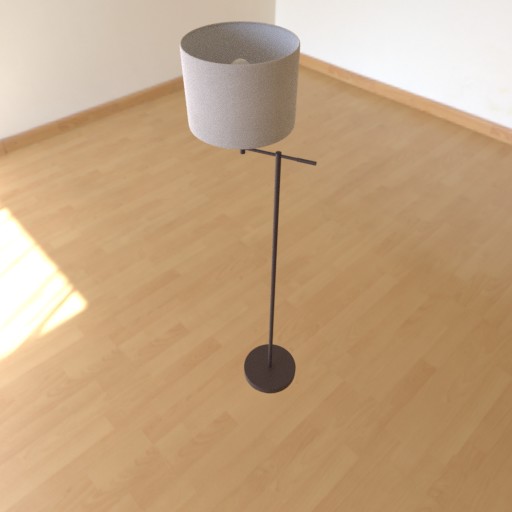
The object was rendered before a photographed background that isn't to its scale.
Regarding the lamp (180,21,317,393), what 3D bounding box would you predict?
[{"bbox_3d":[0.000,0.000,1.744,0.416,1.600,0.324,16,47,15],"label":"lamp"}]
